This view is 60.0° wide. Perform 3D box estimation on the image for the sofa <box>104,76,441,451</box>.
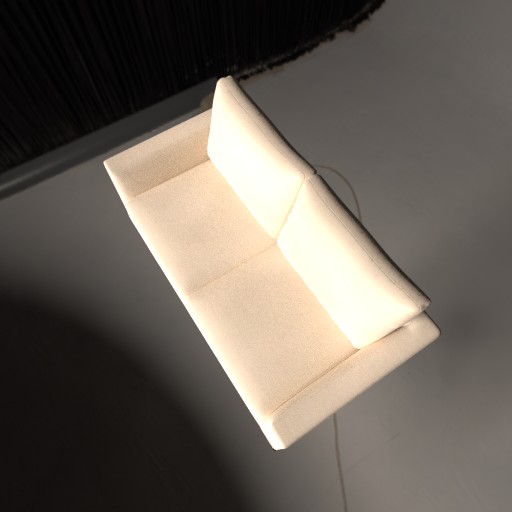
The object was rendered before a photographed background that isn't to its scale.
[{"bbox_3d":[0.000,0.000,2.386,0.906,0.995,1.739,-31,68,-14],"label":"sofa"}]
